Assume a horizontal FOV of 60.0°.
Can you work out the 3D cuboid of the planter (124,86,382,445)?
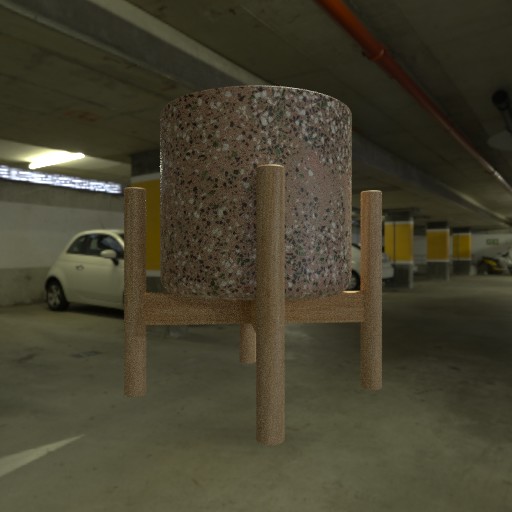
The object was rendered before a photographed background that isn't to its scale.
[{"bbox_3d":[0.000,0.000,0.527,0.284,0.320,0.284,0,0,17],"label":"planter"}]
